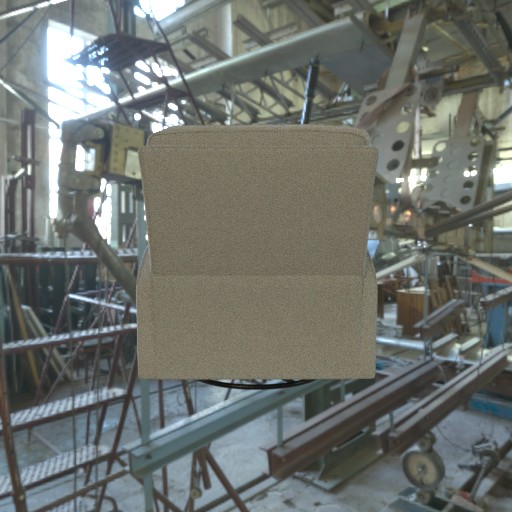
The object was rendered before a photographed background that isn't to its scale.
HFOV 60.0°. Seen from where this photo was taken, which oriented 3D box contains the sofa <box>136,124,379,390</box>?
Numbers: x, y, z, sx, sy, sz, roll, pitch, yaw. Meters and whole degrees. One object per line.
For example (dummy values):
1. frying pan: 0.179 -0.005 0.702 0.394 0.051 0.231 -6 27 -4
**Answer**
1. sofa: 0.000 0.000 2.106 0.861 0.959 1.472 0 2 0
